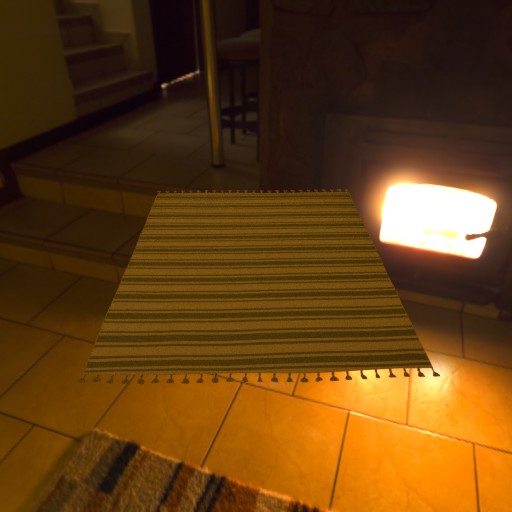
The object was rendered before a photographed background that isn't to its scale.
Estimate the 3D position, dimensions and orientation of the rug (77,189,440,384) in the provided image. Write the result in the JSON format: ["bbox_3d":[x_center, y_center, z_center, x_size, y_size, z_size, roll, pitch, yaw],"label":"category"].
[{"bbox_3d":[0.000,0.000,4.302,2.439,0.005,3.201,-1,32,-1],"label":"rug"}]
